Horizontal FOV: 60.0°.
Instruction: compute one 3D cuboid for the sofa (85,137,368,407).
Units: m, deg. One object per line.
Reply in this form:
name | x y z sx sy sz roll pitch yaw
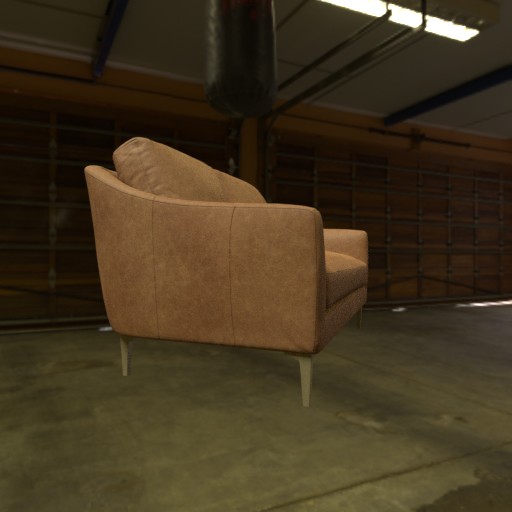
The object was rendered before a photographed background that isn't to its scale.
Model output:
sofa | 0.000 0.000 2.177 0.960 0.902 1.619 0 0 19
